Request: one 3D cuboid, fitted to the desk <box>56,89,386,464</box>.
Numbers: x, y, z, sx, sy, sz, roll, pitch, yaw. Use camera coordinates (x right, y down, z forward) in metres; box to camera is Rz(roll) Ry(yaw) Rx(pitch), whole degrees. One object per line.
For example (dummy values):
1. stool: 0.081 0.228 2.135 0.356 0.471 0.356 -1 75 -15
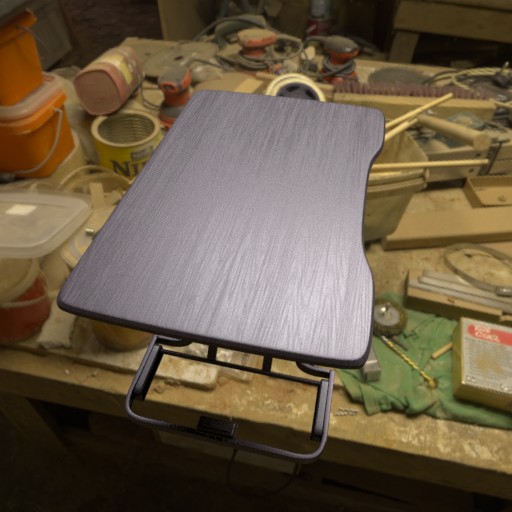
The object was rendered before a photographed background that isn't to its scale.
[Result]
1. desk: 0.000 0.000 1.151 0.546 0.470 0.820 10 48 9
